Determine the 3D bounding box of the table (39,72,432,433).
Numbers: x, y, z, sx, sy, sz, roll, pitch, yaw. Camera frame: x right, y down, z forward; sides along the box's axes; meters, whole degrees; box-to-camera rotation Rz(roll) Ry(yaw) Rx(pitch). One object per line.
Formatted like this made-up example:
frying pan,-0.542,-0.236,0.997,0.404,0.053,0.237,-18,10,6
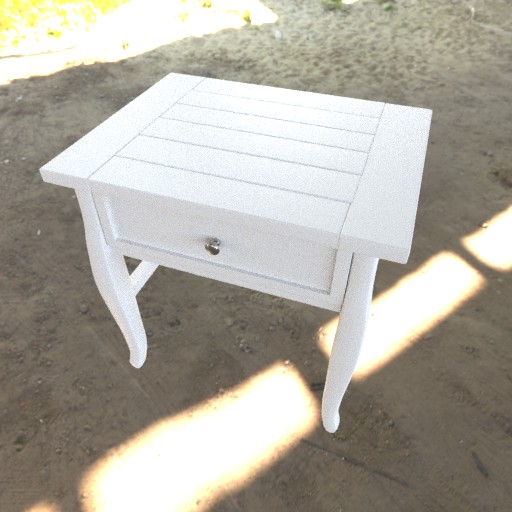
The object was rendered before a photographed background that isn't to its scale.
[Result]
table,0.000,0.000,1.021,0.599,0.605,0.463,14,44,15
